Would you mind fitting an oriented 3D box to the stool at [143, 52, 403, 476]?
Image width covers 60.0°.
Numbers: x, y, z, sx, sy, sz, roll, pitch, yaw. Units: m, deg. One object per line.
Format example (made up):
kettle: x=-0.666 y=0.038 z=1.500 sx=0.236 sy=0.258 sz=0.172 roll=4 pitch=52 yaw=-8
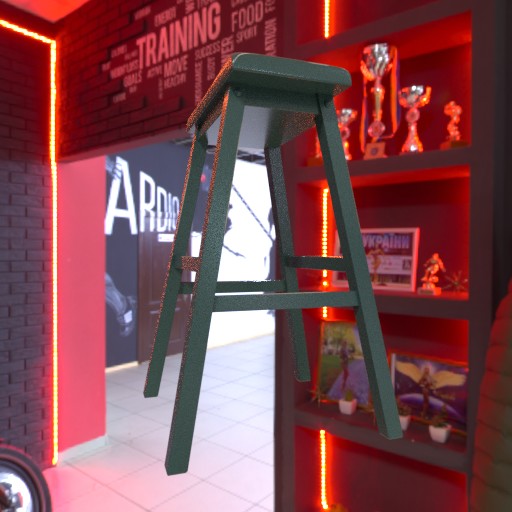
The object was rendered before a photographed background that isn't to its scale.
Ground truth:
stool: x=0.000 y=0.000 z=1.037 sx=0.476 sy=0.737 sz=0.457 roll=0 pitch=0 yaw=-19
